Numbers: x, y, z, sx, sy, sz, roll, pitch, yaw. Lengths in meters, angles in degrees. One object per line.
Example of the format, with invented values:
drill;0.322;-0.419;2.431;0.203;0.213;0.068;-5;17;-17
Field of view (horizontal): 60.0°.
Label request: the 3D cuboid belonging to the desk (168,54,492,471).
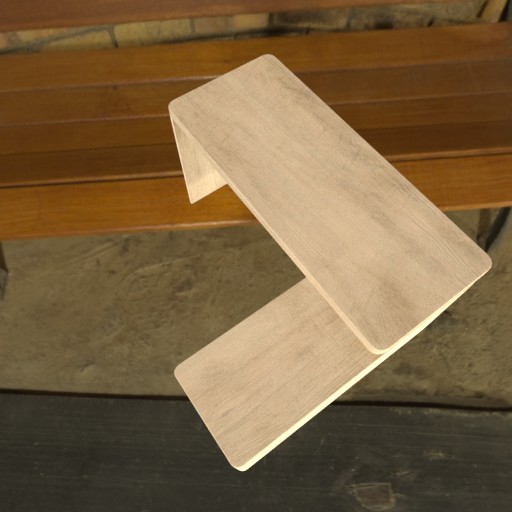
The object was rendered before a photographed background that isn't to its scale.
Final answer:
desk;0.000;0.000;2.070;1.175;0.770;1.400;-33;68;-15
